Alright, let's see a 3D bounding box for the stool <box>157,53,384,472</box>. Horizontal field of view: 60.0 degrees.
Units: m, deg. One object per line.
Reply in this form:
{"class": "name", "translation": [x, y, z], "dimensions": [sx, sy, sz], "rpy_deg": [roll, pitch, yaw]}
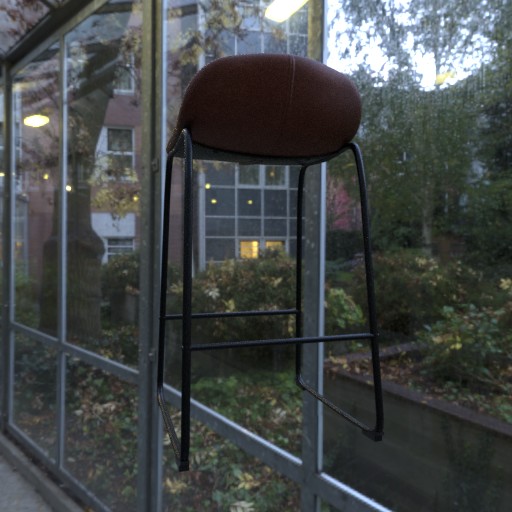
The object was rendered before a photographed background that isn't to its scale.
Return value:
{"class": "stool", "translation": [0.000, 0.000, 1.126], "dimensions": [0.454, 0.830, 0.473], "rpy_deg": [0, 1, -18]}
